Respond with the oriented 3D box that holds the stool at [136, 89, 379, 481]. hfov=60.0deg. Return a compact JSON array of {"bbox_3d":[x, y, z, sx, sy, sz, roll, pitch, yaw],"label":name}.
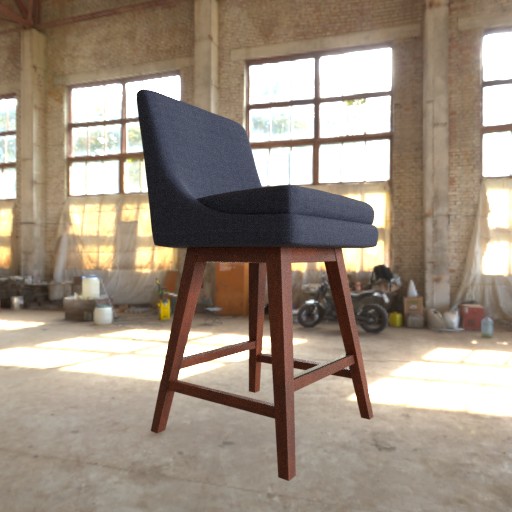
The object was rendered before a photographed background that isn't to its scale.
[{"bbox_3d":[0.000,0.000,1.197,0.524,0.895,0.467,0,0,37],"label":"stool"}]
